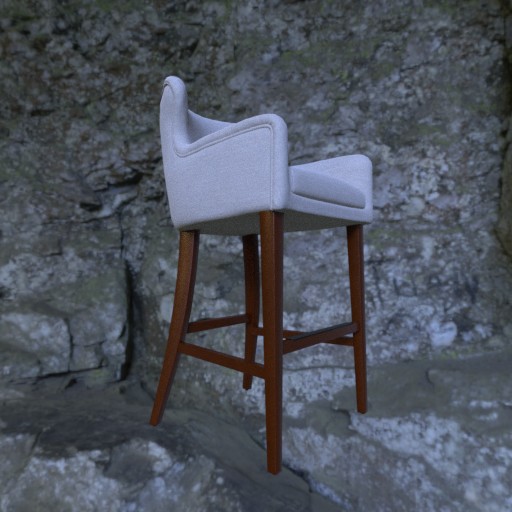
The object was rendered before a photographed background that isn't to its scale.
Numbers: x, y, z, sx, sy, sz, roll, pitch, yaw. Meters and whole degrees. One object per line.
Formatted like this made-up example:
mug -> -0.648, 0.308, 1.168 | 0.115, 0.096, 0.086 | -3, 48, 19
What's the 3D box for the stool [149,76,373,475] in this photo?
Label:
stool -> 0.000, 0.000, 1.403 | 0.563, 1.034, 0.556 | 0, 0, 37
